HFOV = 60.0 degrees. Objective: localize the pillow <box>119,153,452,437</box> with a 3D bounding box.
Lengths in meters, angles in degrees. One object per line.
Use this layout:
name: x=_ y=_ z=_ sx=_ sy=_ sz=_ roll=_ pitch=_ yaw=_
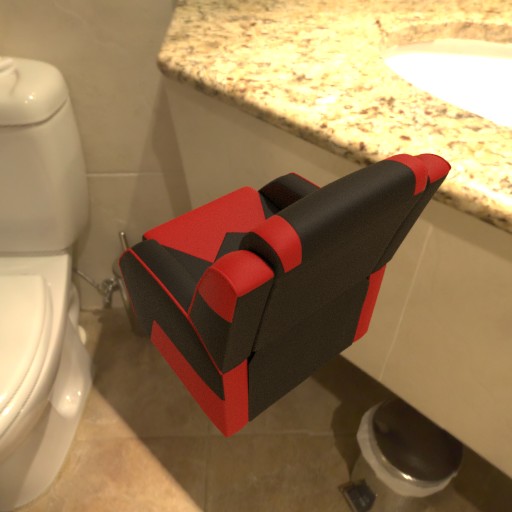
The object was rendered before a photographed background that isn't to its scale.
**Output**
pillow: x=0.000 y=0.000 z=1.297 sx=0.620 sy=0.805 sz=0.672 roll=-29 pitch=51 yaw=-26
